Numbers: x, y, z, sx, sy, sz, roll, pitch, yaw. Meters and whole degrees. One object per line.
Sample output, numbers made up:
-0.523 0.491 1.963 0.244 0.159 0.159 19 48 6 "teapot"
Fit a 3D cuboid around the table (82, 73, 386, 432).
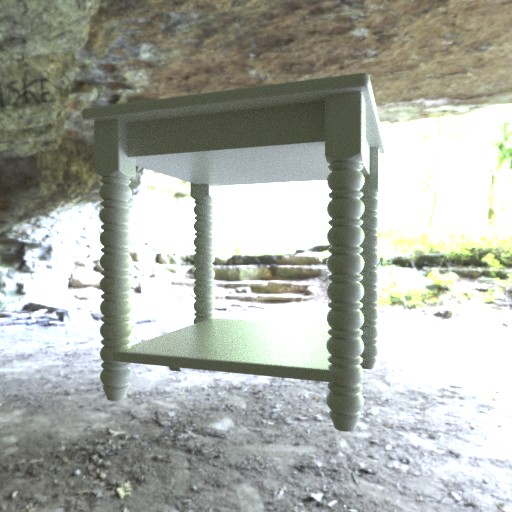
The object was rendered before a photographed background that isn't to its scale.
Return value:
0.000 0.000 0.992 0.533 0.563 0.500 0 1 19 "table"
